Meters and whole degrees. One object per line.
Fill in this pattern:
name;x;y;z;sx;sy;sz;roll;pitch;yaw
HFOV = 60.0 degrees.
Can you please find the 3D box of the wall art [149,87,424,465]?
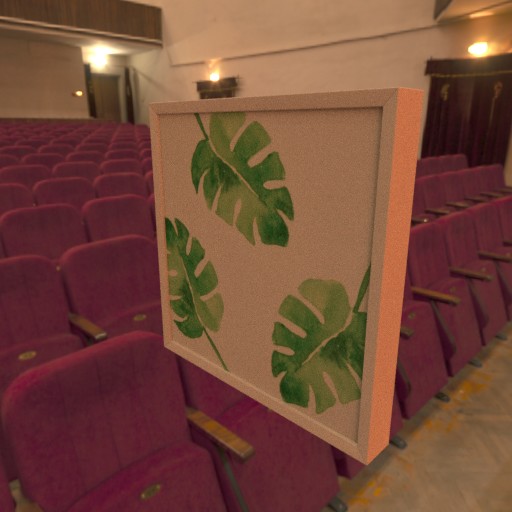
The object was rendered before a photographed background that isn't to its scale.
wall art;0.000;0.000;0.453;0.305;0.305;0.038;16;22;42
